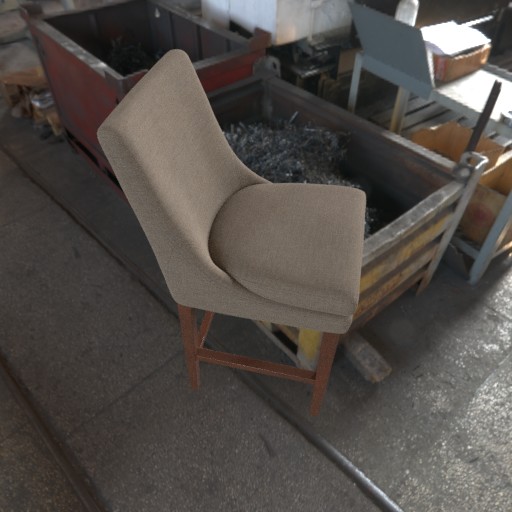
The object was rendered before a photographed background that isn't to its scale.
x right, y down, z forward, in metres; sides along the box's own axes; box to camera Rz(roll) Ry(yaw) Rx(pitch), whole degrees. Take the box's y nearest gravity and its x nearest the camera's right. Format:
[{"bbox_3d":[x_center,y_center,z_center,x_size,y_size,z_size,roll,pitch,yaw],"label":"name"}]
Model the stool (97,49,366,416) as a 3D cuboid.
[{"bbox_3d":[0.000,0.000,1.285,0.577,0.981,0.470,9,47,9],"label":"stool"}]
